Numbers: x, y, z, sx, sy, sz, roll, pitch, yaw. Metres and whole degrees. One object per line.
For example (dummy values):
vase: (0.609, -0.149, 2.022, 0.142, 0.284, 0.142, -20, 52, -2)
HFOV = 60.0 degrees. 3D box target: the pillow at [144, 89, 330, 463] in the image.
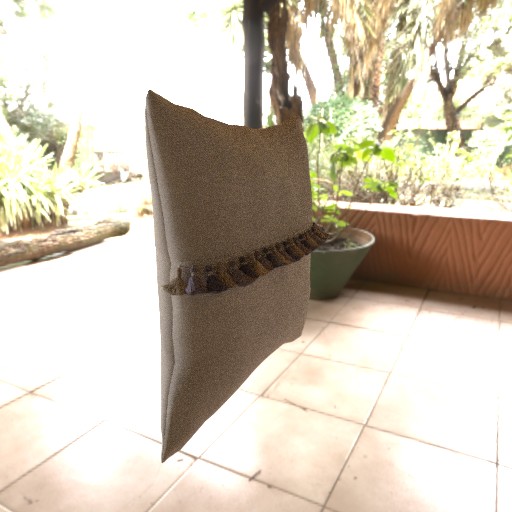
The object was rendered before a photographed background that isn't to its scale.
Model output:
pillow: (0.000, 0.000, 0.746, 0.165, 0.481, 0.489, 7, 15, 27)
